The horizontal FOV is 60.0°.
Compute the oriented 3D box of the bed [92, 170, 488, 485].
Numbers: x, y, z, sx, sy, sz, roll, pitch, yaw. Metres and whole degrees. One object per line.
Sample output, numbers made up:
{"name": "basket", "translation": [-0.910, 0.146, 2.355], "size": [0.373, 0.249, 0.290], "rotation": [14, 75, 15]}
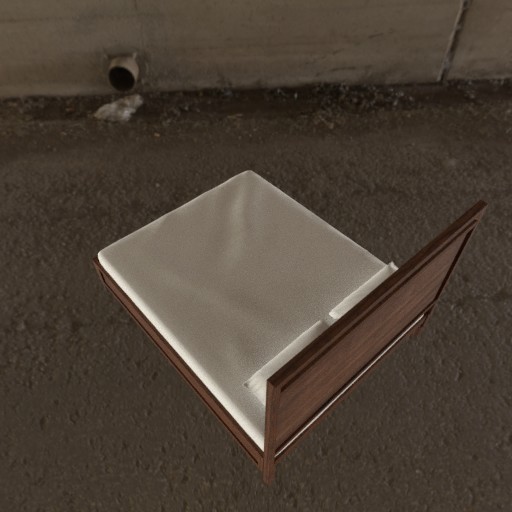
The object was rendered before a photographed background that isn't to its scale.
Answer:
{"name": "bed", "translation": [0.000, 0.000, 3.374], "size": [1.765, 1.487, 2.218], "rotation": [-34, 56, -26]}
